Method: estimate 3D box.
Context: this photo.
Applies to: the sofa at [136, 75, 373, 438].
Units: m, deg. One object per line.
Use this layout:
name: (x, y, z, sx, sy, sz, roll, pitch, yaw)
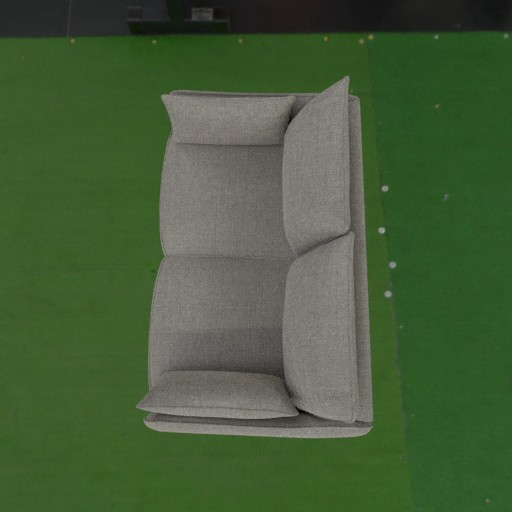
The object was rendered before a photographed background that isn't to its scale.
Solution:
sofa: (0.000, 0.000, 2.103, 0.972, 0.851, 1.580, 1, 76, 0)
